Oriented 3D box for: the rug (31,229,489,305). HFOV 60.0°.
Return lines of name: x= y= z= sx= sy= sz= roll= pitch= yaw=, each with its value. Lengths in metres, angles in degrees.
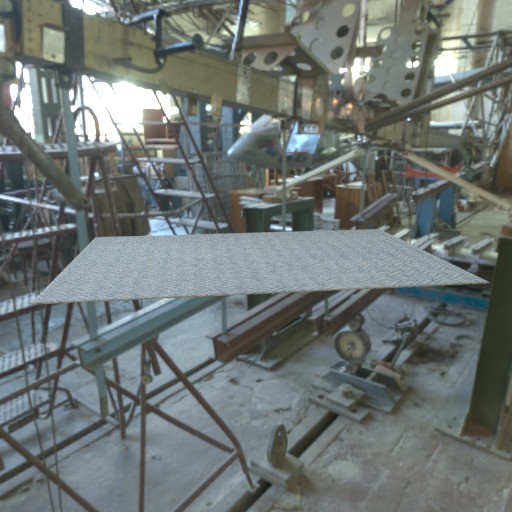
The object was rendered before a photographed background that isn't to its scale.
rug: x=0.000 y=0.000 z=3.063 sx=2.441 sy=0.008 sz=1.526 roll=-2 pitch=15 yaw=-8
